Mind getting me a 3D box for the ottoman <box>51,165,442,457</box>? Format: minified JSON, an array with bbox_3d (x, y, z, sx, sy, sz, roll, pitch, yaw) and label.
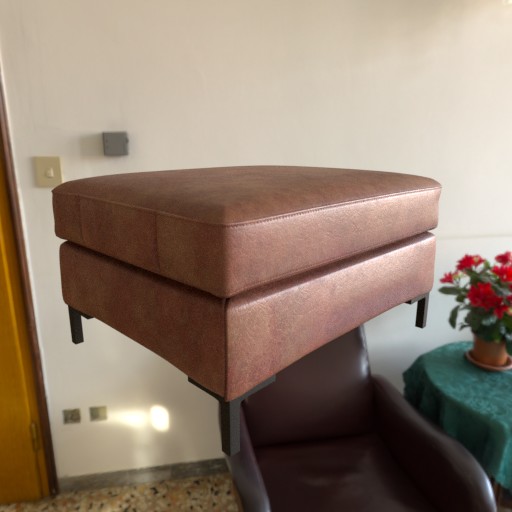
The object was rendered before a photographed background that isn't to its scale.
[{"bbox_3d":[0.000,0.000,1.745,0.965,0.667,1.186,14,21,43],"label":"ottoman"}]
